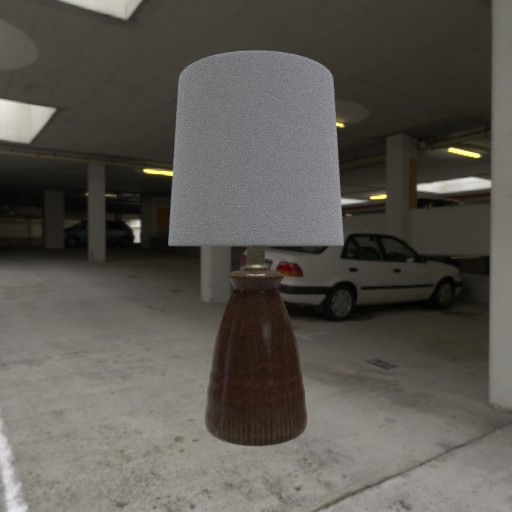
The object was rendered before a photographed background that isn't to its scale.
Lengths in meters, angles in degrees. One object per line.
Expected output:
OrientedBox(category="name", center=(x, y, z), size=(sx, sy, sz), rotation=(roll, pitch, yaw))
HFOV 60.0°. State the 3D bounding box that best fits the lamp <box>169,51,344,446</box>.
OrientedBox(category="lamp", center=(0.000, 0.000, 0.480), size=(0.186, 0.369, 0.186), rotation=(0, 1, 0))
